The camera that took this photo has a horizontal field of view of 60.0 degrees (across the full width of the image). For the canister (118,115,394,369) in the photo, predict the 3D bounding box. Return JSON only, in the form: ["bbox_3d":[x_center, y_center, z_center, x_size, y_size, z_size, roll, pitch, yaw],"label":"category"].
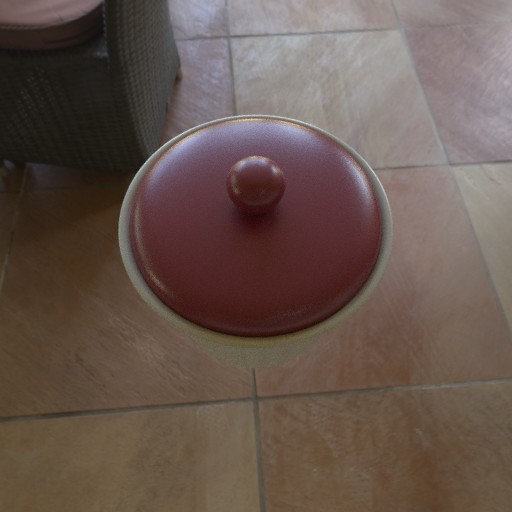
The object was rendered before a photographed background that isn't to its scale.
[{"bbox_3d":[0.000,0.000,0.346,0.181,0.211,0.181,0,62,0],"label":"canister"}]
